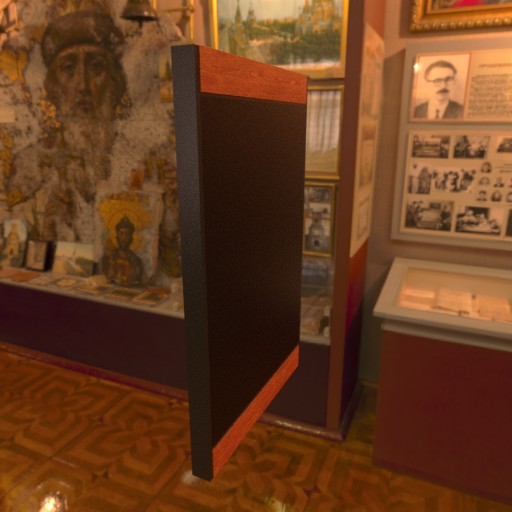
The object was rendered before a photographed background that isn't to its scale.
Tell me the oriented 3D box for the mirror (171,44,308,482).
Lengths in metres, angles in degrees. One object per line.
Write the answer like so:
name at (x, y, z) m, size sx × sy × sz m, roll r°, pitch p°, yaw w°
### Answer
mirror at (0.000, 0.000, 1.029) m, size 0.047 × 0.823 × 0.525 m, roll 8°, pitch 18°, yaw 25°
